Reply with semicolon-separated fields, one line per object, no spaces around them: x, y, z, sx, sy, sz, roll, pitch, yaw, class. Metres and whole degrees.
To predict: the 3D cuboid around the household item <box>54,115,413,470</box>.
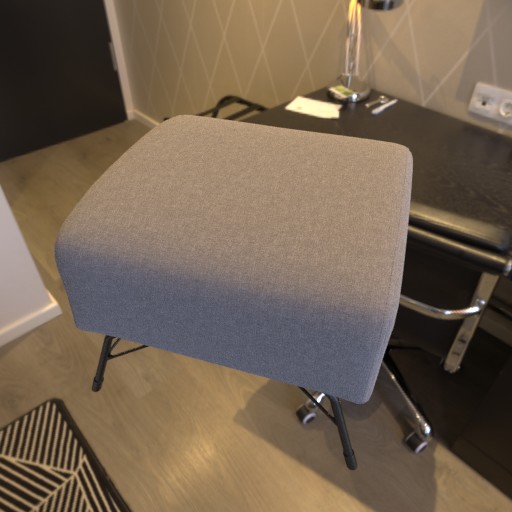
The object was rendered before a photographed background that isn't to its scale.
0.000;0.000;0.880;0.530;0.410;0.530;12;43;13;household item
